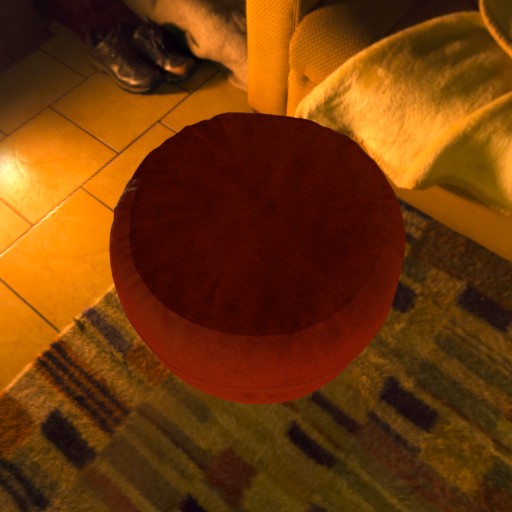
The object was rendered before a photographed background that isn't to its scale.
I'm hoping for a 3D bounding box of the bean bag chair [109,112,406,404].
[{"bbox_3d":[0.000,0.000,1.980,1.219,0.762,1.219,0,62,0],"label":"bean bag chair"}]
